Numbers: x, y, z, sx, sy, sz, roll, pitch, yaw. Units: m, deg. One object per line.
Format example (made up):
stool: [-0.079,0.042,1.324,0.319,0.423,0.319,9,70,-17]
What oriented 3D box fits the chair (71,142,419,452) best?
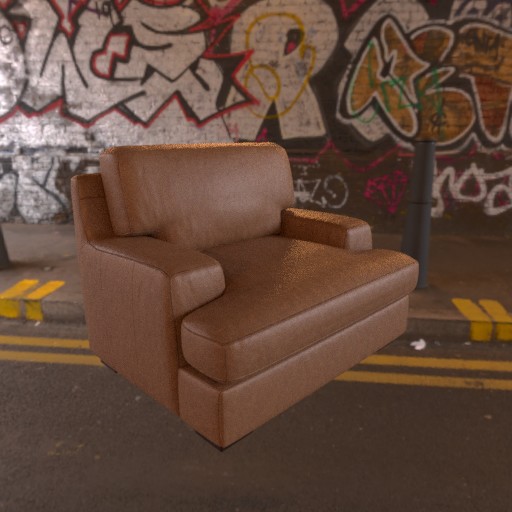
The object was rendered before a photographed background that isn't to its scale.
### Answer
chair: [0.000,0.000,2.002,1.050,0.978,1.276,15,21,43]
